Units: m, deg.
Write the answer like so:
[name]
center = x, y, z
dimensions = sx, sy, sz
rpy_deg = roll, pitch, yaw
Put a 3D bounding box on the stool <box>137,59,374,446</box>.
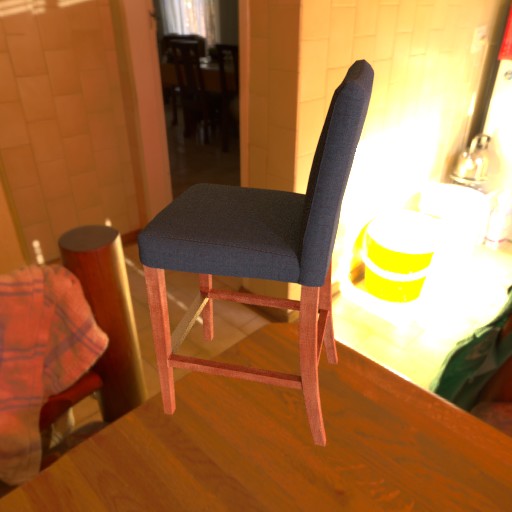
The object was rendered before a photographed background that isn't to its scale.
[stool]
center = 0.000, 0.000, 1.366
dimensions = 0.574, 1.088, 0.454
rpy_deg = 7, 30, 13
